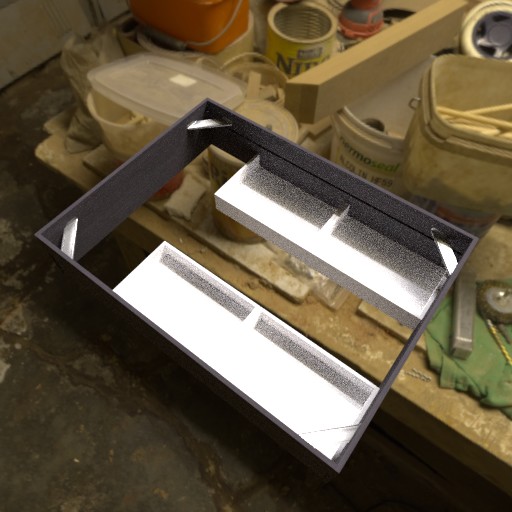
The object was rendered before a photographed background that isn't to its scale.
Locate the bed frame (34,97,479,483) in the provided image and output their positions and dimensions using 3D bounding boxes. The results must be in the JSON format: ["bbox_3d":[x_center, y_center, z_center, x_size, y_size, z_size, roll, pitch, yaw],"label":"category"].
[{"bbox_3d":[0.000,0.000,2.579,1.944,0.459,1.448,33,63,19],"label":"bed frame"}]
